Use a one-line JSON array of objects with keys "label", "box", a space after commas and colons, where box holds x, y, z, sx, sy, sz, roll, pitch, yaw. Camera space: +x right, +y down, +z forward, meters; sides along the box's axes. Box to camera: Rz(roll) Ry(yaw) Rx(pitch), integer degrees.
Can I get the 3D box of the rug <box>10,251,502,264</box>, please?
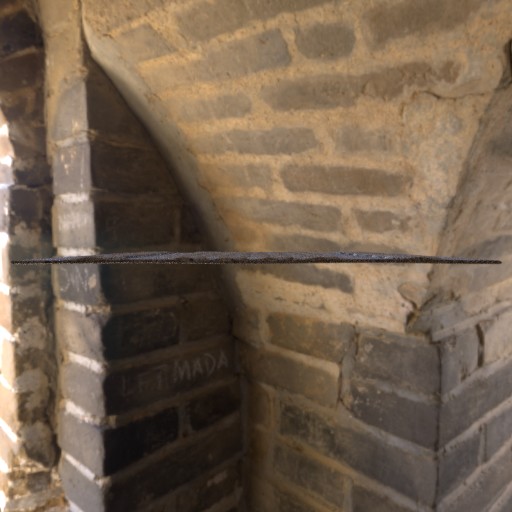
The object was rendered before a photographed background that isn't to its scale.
[{"label": "rug", "box": [0.000, 0.000, 2.251, 1.823, 0.030, 1.222, 0, 2, -1]}]
